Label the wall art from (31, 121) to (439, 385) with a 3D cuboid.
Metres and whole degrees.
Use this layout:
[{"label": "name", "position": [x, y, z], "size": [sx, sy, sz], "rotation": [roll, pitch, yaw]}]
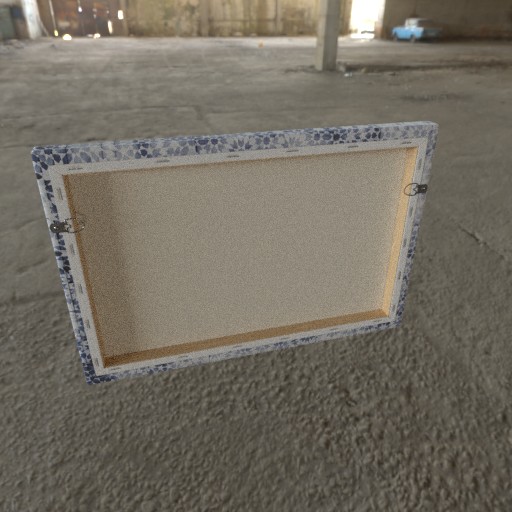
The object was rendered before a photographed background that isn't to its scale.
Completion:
[{"label": "wall art", "position": [0.000, 0.000, 0.748], "size": [0.608, 0.406, 0.030], "rotation": [-8, 29, -14]}]
